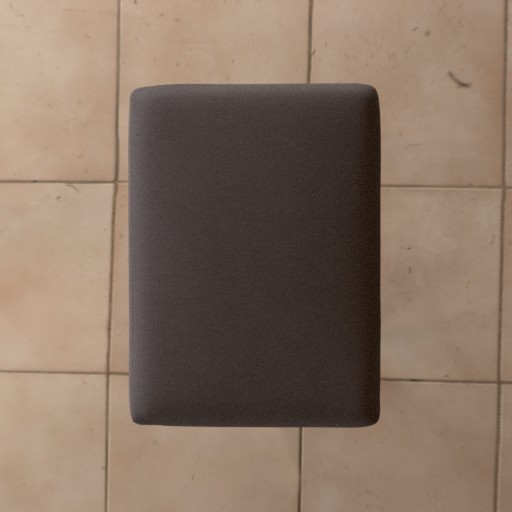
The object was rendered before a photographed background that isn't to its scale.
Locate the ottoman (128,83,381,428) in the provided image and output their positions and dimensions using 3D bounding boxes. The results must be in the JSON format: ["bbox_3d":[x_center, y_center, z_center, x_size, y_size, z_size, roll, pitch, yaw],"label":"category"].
[{"bbox_3d":[0.000,0.000,1.169,0.574,0.497,0.773,0,90,1],"label":"ottoman"}]
